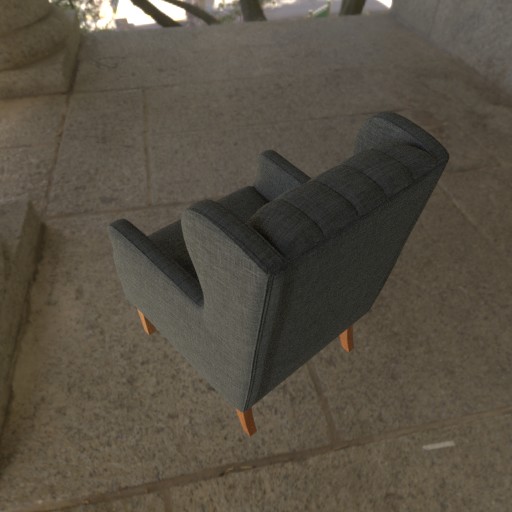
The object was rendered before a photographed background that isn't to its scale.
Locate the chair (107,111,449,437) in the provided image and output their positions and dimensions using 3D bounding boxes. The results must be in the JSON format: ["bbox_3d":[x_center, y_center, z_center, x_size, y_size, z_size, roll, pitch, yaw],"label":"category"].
[{"bbox_3d":[0.000,0.000,1.462,0.711,0.953,0.775,-31,53,-28],"label":"chair"}]
